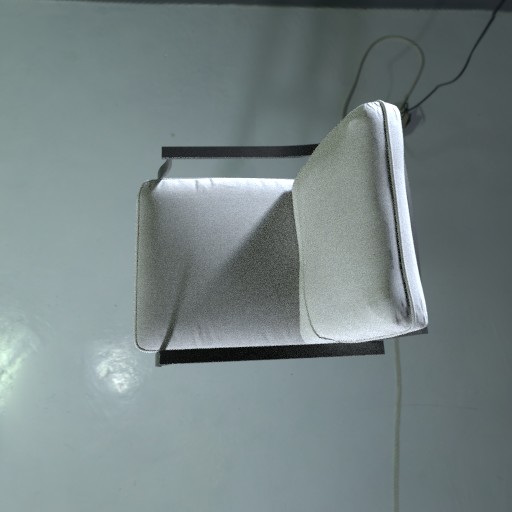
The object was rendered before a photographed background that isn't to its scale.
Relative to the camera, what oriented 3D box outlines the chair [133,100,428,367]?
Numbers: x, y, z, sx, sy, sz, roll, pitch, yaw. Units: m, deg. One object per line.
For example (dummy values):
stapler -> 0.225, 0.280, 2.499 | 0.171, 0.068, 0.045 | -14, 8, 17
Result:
chair -> 0.000, 0.000, 1.407 | 0.787, 0.860, 0.650 | -2, 75, -1
